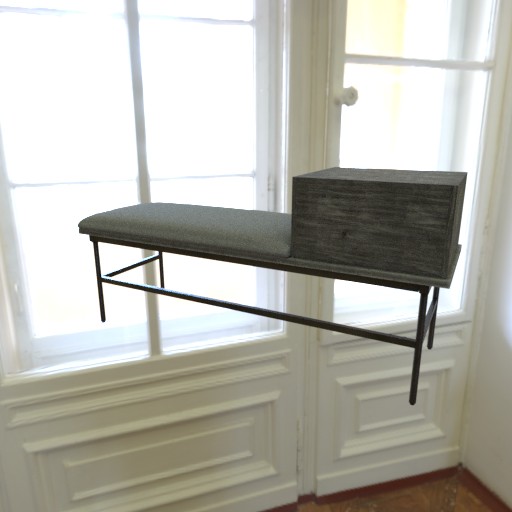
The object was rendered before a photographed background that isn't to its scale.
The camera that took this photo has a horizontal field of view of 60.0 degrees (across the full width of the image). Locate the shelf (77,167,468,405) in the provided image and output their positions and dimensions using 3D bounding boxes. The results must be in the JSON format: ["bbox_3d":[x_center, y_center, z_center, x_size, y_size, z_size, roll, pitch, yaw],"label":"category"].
[{"bbox_3d":[0.000,0.000,1.631,1.342,0.633,0.457,8,18,27],"label":"shelf"}]
